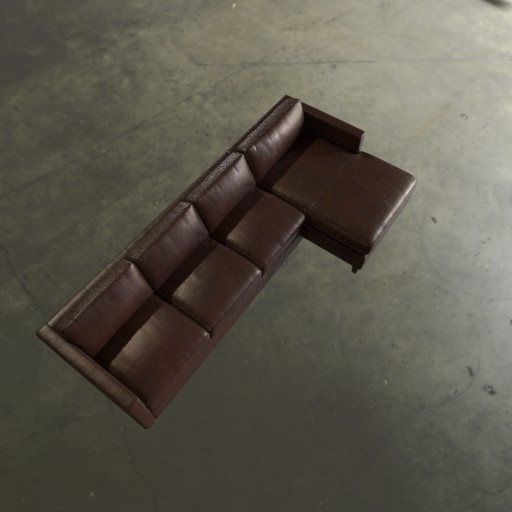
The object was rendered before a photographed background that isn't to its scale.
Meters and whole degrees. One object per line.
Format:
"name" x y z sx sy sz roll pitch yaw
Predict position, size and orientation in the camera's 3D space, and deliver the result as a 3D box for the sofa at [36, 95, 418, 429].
"sofa" 0.000 0.000 3.838 1.581 0.883 3.203 32 63 18
